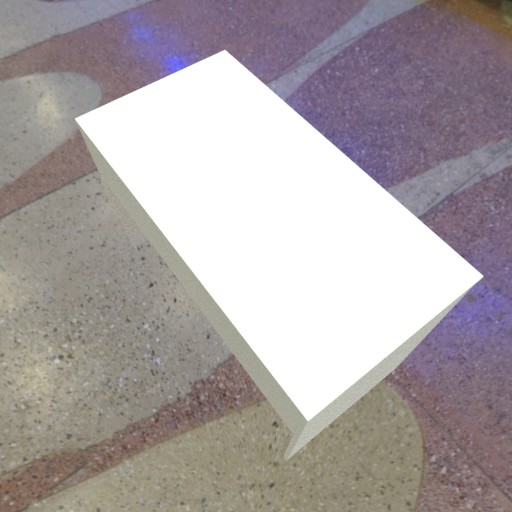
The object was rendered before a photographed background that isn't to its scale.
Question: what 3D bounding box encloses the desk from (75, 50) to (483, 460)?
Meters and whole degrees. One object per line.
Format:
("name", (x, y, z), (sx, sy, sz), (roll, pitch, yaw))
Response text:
("desk", (0.000, 0.000, 1.530), (0.560, 0.730, 1.100), (-33, 65, -18))
